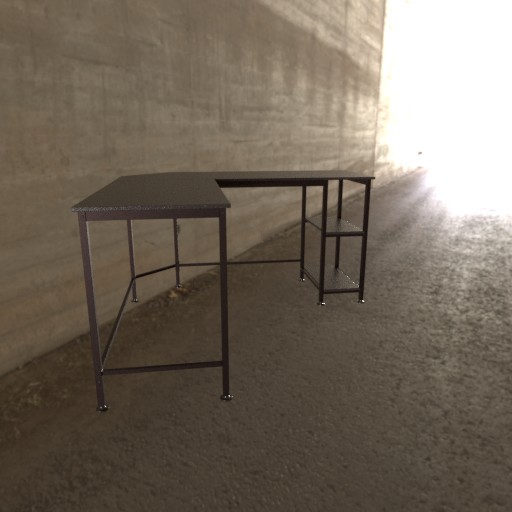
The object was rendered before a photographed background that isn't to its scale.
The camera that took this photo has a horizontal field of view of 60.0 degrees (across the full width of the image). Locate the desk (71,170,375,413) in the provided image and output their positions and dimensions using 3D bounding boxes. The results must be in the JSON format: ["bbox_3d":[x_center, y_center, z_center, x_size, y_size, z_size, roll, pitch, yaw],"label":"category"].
[{"bbox_3d":[0.000,0.000,2.238,1.379,0.739,1.379,-2,15,-8],"label":"desk"}]
